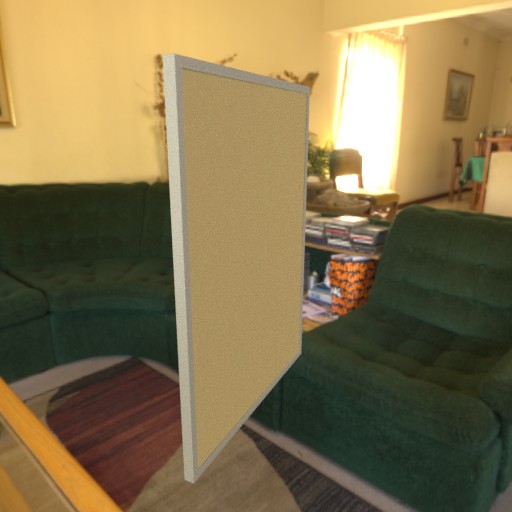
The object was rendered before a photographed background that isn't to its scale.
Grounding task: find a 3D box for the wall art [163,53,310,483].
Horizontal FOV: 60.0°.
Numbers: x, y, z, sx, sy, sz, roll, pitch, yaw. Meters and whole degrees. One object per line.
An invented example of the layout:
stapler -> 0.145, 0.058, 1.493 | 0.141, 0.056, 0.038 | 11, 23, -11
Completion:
wall art -> 0.000, 0.000, 1.371 | 0.034, 1.042, 0.789 | 8, 18, 25
